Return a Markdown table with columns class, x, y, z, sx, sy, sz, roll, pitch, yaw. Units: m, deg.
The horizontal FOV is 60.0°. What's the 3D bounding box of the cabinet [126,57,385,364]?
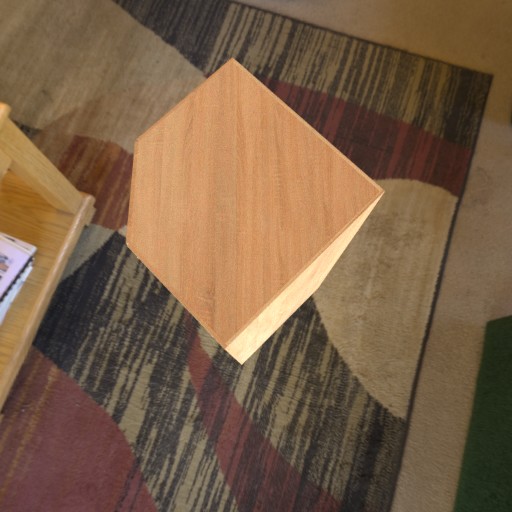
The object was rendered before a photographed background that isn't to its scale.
| class | x | y | z | sx | sy | sz | roll | pitch | yaw |
| --- | --- | --- | --- | --- | --- | --- | --- | --- | --- |
| cabinet | 0.000 | 0.000 | 2.903 | 1.094 | 2.120 | 1.327 | 0 | 75 | 0 |
